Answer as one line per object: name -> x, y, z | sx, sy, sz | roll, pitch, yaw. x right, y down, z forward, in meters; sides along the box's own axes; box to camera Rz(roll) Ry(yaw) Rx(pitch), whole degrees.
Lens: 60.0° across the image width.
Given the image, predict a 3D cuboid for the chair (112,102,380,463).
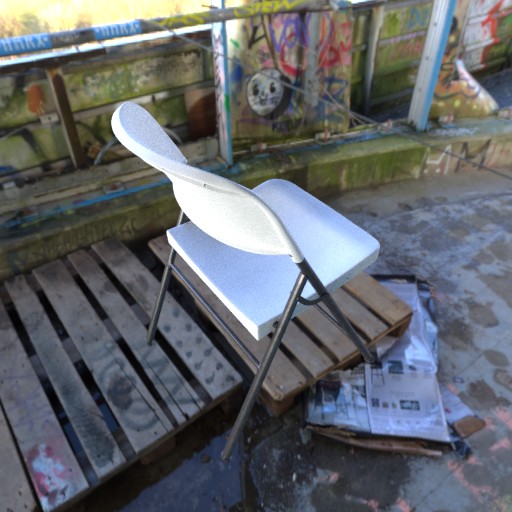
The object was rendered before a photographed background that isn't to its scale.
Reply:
chair -> 0.000, 0.000, 1.153 | 0.566, 0.810, 0.494 | -25, 46, -26
